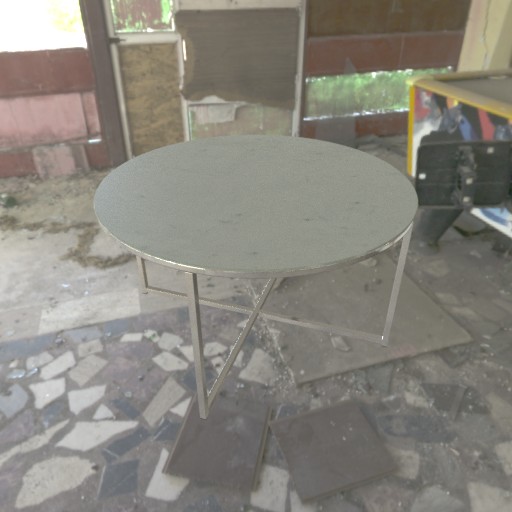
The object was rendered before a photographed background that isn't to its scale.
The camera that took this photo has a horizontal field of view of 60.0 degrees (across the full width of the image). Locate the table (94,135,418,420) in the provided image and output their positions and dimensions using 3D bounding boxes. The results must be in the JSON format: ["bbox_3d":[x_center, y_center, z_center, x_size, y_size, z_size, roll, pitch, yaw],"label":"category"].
[{"bbox_3d":[0.000,0.000,1.263,0.800,0.450,0.800,0,33,0],"label":"table"}]
